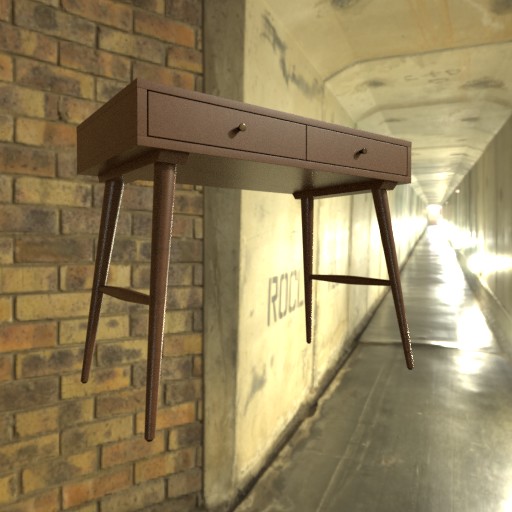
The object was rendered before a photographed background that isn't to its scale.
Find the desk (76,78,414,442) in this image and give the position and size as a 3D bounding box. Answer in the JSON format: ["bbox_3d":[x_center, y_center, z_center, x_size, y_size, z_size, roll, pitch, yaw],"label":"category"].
[{"bbox_3d":[0.000,0.000,1.390,0.949,0.758,0.510,-1,2,-36],"label":"desk"}]
